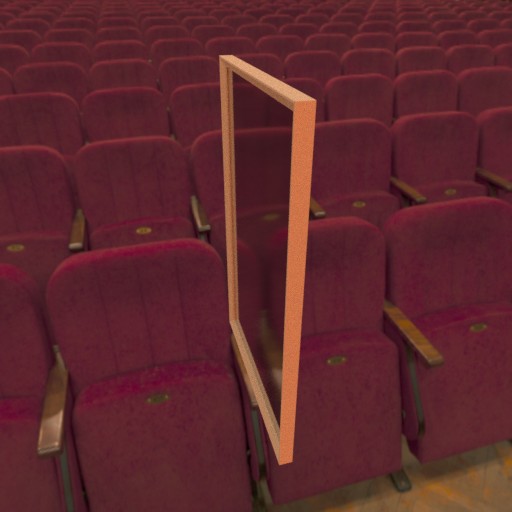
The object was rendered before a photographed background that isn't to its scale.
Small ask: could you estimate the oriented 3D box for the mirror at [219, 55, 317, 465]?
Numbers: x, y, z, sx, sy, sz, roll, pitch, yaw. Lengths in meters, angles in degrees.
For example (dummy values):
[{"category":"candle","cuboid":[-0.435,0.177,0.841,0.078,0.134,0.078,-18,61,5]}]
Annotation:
[{"category":"mirror","cuboid":[0.000,0.000,1.180,0.041,0.915,0.609,-8,32,-13]}]
